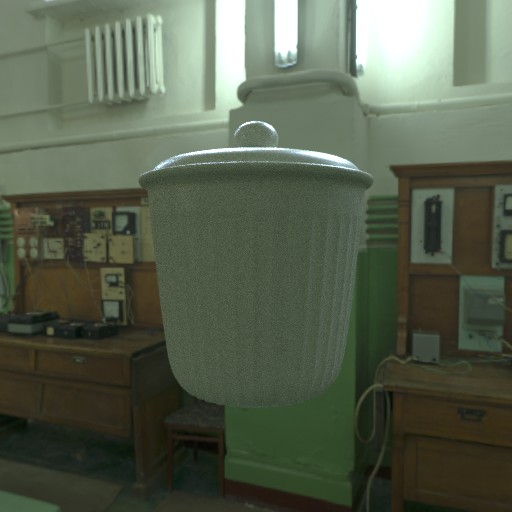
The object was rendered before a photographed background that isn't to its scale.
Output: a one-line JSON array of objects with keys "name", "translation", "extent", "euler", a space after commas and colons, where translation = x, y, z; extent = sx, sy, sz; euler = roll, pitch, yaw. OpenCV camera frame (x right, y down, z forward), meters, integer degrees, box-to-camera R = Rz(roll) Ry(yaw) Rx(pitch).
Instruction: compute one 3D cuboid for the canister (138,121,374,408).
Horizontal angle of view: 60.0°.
[{"name": "canister", "translation": [0.000, 0.000, 0.354], "extent": [0.181, 0.211, 0.181], "euler": [0, 2, 0]}]
